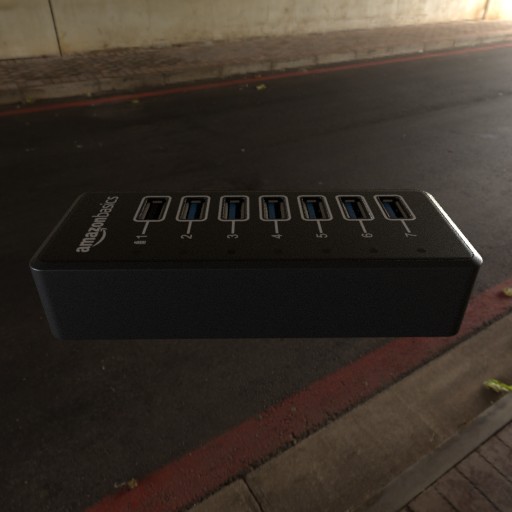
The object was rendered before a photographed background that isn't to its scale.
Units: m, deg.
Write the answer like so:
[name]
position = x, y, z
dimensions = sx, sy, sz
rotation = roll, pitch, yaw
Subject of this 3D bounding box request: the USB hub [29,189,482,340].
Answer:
[USB hub]
position = 0.000, 0.000, 0.128
dimensions = 0.110, 0.023, 0.044
rotation = 0, 33, -1
